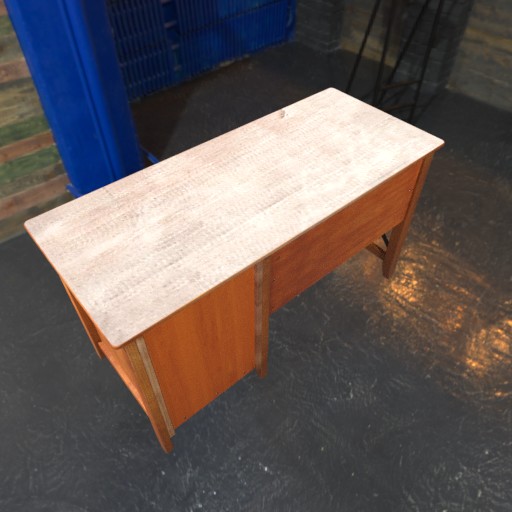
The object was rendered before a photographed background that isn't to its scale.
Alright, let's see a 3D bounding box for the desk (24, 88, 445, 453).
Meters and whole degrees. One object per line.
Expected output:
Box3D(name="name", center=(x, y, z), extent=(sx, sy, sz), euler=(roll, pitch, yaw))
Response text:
Box3D(name="desk", center=(0.000, 0.000, 1.750), extent=(1.353, 0.756, 0.574), euler=(-32, 54, -27))
